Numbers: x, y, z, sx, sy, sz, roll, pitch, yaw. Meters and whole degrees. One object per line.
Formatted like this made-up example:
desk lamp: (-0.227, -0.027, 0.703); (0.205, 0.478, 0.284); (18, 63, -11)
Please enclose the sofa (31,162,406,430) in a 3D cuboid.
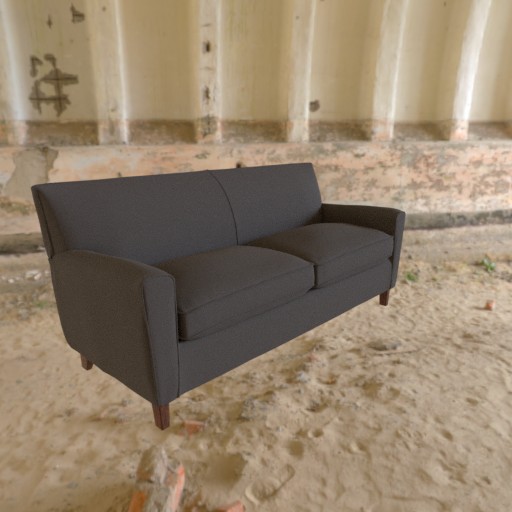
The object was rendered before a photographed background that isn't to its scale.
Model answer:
sofa: (0.000, 0.000, 2.470); (0.843, 0.907, 2.002); (14, 21, 42)
